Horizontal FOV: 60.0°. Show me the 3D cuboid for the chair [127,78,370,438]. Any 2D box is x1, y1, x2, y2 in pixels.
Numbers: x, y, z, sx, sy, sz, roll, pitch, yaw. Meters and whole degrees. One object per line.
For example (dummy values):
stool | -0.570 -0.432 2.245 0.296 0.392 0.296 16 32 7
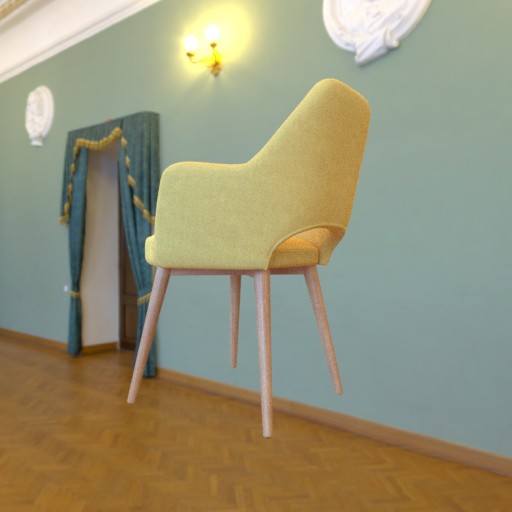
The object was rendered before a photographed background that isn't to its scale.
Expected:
chair | 0.000 0.000 1.274 0.610 0.840 0.590 1 2 36
